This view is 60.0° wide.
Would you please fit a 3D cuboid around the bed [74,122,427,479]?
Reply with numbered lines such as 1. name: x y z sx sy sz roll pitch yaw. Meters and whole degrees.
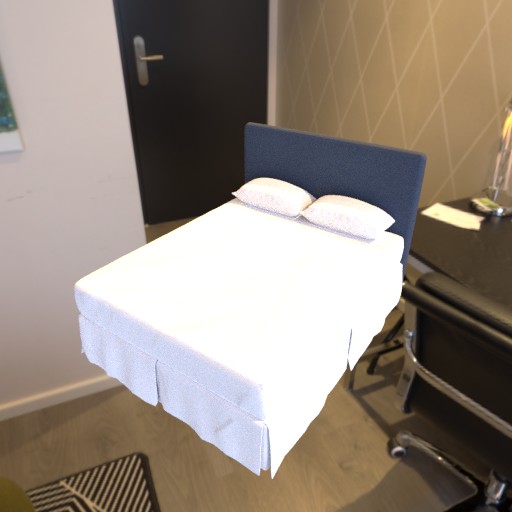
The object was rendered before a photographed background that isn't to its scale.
1. bed: 0.000 0.000 3.269 1.713 1.330 2.162 20 36 30
